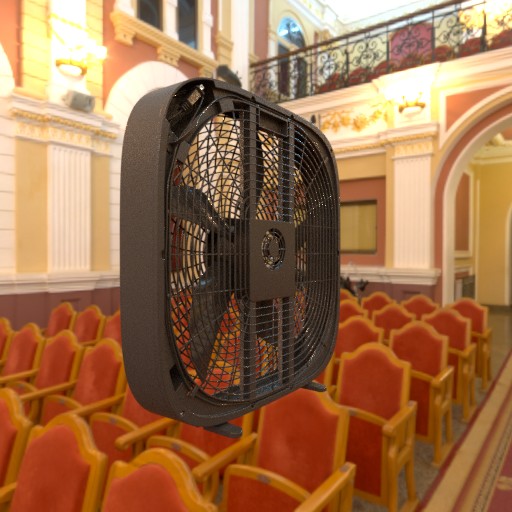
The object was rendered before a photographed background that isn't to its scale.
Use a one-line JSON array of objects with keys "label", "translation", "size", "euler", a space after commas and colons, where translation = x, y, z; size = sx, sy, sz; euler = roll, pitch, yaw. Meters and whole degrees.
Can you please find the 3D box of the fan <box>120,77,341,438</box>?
[{"label": "fan", "translation": [0.000, 0.000, 0.798], "size": [0.142, 0.533, 0.526], "euler": [0, 1, 37]}]
